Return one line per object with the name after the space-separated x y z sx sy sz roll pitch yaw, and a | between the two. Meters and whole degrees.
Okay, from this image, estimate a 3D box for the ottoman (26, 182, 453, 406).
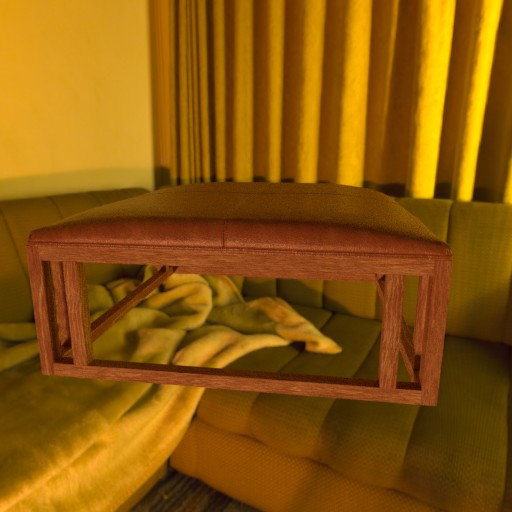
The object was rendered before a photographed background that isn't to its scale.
0.000 0.000 1.542 1.013 0.442 1.016 2 14 8 | ottoman
